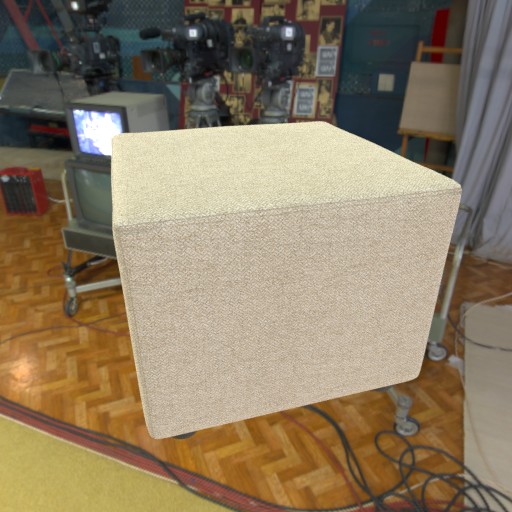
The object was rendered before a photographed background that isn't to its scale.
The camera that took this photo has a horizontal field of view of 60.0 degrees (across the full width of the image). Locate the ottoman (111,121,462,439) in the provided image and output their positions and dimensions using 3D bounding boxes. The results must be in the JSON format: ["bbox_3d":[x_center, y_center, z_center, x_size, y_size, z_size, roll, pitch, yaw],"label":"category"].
[{"bbox_3d":[0.000,0.000,0.883,0.508,0.432,0.508,-8,29,-15],"label":"ottoman"}]
